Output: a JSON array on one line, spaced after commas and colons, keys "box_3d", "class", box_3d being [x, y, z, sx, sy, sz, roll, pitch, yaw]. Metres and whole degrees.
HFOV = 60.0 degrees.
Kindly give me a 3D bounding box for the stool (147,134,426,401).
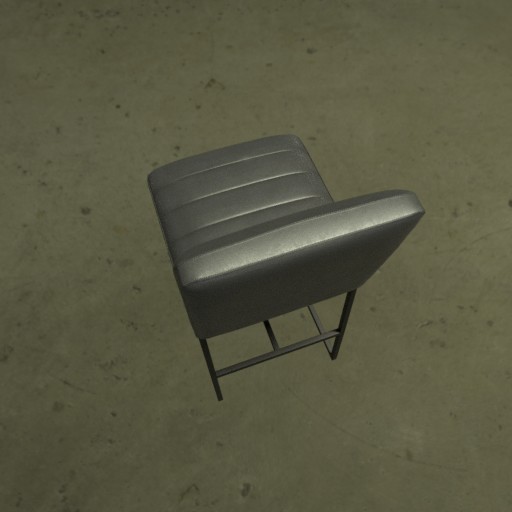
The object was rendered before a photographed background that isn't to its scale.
[{"box_3d": [0.000, 0.000, 1.248, 0.457, 0.938, 0.552, -17, 61, -10], "class": "stool"}]
